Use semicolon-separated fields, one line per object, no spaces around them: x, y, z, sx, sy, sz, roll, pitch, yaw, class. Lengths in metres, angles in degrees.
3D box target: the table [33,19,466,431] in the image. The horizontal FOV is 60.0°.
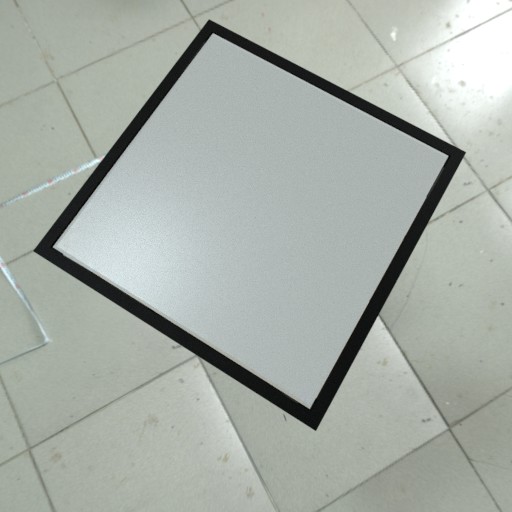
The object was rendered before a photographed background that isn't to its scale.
0.000;0.000;0.792;0.378;0.540;0.378;31;78;7;table
